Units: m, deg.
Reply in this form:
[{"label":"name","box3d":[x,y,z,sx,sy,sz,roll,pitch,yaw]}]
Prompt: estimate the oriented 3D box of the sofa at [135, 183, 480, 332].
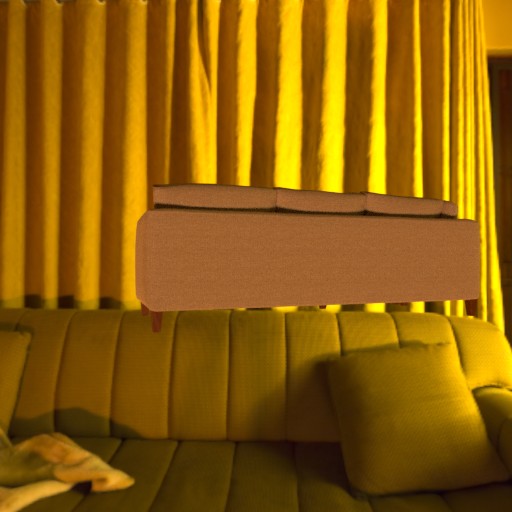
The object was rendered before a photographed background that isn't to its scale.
[{"label":"sofa","box3d":[0.000,0.000,4.680,2.594,0.961,3.460,0,-1,-19]}]
